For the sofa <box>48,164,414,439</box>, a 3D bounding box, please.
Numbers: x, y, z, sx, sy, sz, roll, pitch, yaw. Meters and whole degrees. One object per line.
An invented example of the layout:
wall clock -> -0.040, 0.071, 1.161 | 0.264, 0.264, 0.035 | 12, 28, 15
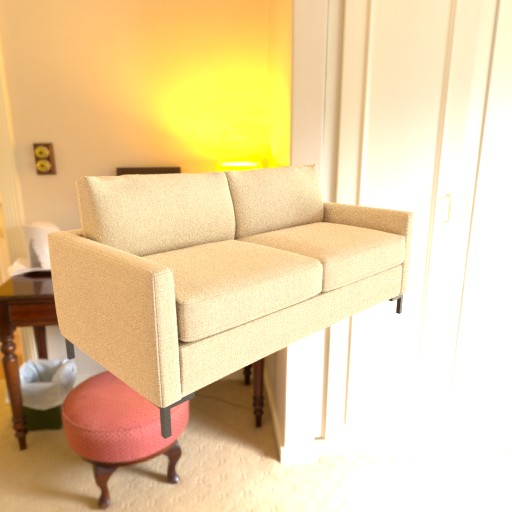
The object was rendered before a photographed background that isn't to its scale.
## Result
sofa -> 0.000, 0.000, 2.139 | 1.651, 0.812, 0.839 | -14, 20, -43
